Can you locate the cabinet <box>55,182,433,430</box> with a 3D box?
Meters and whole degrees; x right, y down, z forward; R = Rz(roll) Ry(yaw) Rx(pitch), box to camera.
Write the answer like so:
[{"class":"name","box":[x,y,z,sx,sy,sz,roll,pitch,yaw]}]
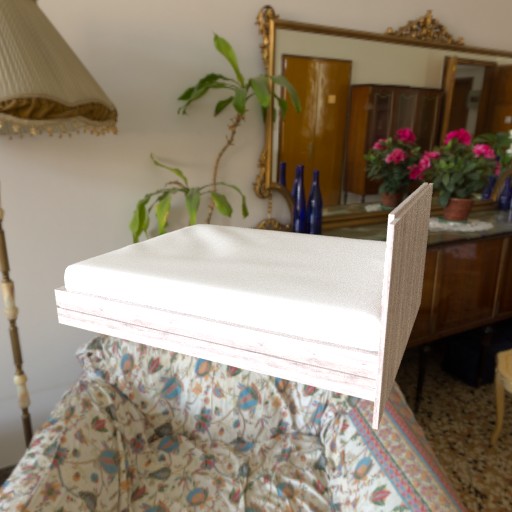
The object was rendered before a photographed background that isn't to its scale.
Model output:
[{"class":"cabinet","box":[0.000,0.000,3.095,2.080,0.970,1.750,7,17,25]}]
